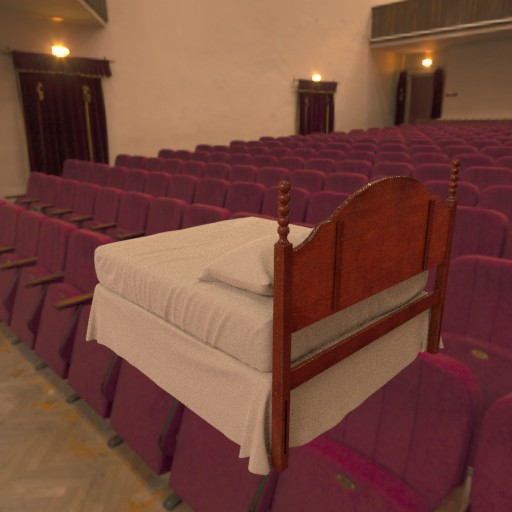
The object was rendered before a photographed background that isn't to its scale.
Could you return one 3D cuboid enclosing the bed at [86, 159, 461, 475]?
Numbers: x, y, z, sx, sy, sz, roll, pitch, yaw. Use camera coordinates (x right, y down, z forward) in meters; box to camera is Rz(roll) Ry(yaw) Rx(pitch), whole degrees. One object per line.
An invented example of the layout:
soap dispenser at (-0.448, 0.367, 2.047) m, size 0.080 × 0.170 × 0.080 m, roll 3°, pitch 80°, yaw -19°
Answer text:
bed at (0.000, 0.000, 3.124) m, size 1.873 × 1.356 × 2.040 m, roll -15°, pitch 22°, yaw -42°
